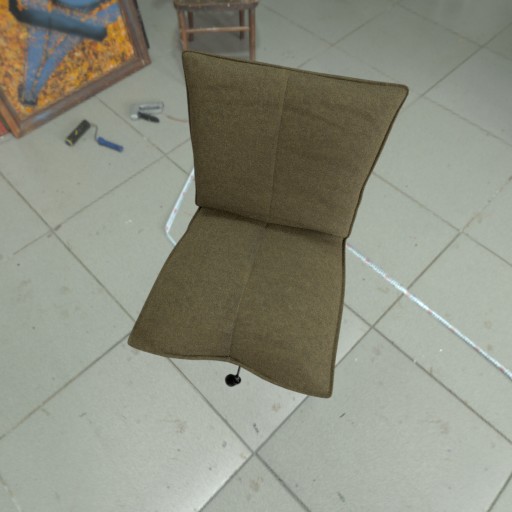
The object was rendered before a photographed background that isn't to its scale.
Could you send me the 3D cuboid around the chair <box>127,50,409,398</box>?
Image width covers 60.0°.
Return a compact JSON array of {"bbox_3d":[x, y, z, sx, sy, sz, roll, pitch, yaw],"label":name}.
[{"bbox_3d":[0.000,0.000,1.300,0.597,0.811,0.696,14,59,8],"label":"chair"}]
